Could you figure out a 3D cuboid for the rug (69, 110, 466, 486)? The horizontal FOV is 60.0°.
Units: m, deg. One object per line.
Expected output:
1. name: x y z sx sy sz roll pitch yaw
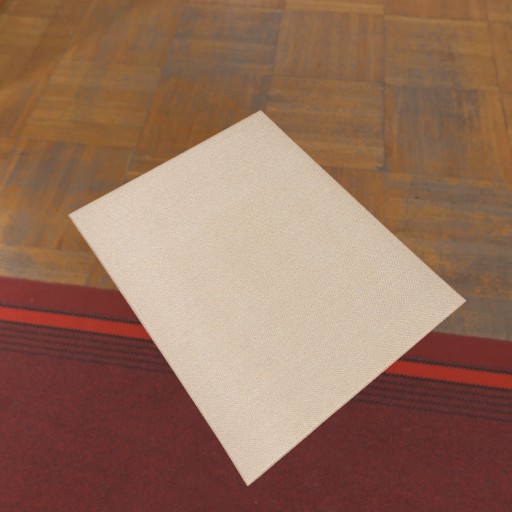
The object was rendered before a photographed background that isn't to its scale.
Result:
1. rug: 0.000 0.000 4.229 2.462 0.018 3.039 -34 66 -17
